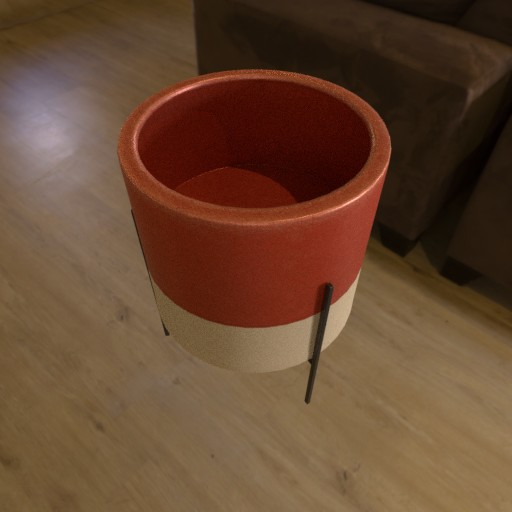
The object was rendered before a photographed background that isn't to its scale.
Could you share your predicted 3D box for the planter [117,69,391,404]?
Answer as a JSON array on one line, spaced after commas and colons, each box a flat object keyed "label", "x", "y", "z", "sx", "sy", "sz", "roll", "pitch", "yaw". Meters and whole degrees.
[{"label": "planter", "x": 0.000, "y": 0.000, "z": 0.729, "sx": 0.345, "sy": 0.465, "sz": 0.354, "roll": -25, "pitch": 52, "yaw": -21}]
